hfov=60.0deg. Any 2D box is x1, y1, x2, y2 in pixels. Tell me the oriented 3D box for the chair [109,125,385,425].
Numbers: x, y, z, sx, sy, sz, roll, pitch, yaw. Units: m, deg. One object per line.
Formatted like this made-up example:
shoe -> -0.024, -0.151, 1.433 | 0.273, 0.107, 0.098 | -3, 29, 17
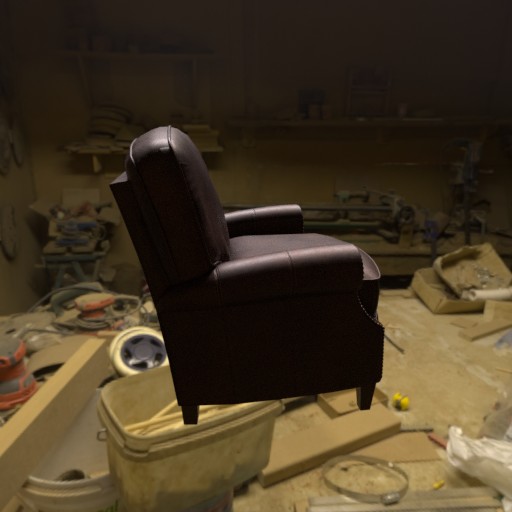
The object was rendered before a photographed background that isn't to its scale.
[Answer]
chair -> 0.000, 0.000, 1.803 | 0.986, 1.018, 0.936 | -2, 16, -8
